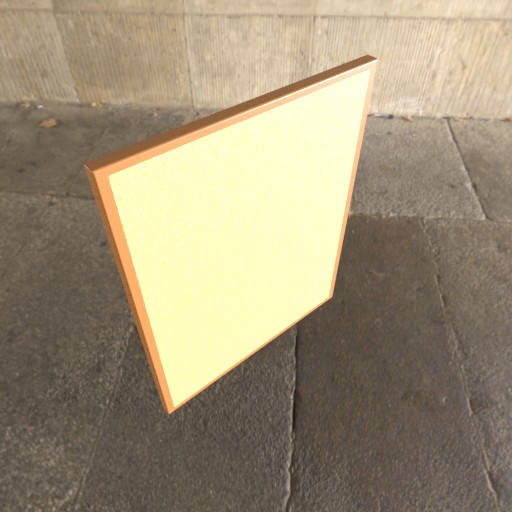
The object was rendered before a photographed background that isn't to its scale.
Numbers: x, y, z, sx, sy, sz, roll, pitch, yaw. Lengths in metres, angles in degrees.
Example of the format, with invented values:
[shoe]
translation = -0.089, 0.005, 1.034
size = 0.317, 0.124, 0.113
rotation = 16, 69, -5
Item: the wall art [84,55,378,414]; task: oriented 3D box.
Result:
[wall art]
translation = 0.000, 0.000, 0.750
size = 0.449, 0.550, 0.021
rotation = -31, 53, -27
